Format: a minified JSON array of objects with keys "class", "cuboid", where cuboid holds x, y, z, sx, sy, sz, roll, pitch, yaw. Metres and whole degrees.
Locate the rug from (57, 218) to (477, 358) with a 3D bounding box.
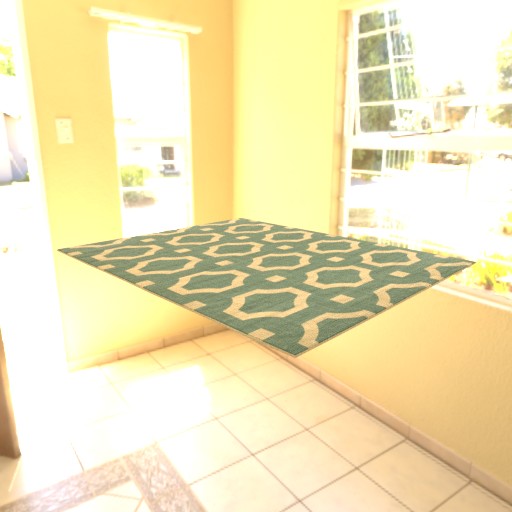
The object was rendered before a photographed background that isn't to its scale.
[{"class":"rug","cuboid":[0.000,0.000,4.109,2.466,0.021,3.049,-14,21,-43]}]
